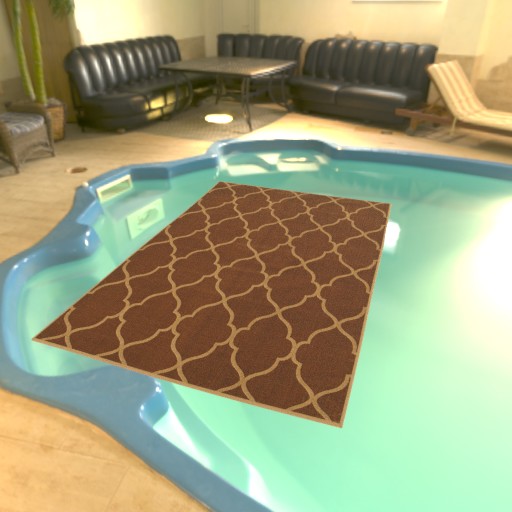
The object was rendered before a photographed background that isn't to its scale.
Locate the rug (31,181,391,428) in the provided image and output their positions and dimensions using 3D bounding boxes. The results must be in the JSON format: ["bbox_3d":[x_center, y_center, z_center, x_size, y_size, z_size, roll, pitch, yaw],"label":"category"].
[{"bbox_3d":[0.000,0.000,2.858,1.526,0.014,2.290,10,32,17],"label":"rug"}]
